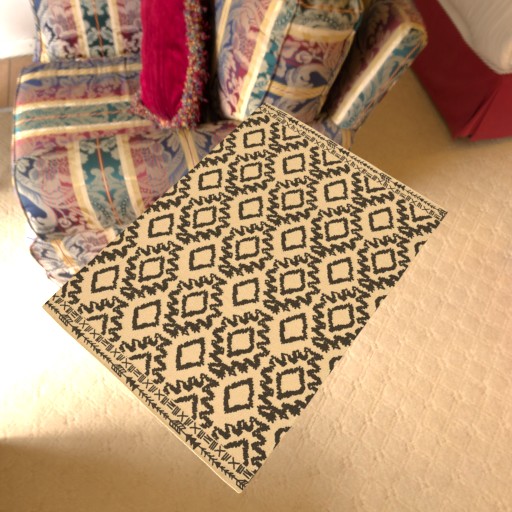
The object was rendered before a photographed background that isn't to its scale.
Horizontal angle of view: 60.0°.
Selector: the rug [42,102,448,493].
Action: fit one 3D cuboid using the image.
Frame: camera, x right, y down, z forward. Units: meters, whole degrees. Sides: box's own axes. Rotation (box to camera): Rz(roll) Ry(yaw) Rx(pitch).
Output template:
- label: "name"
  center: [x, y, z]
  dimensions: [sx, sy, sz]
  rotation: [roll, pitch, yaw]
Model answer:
- label: "rug"
  center: [0.000, 0.000, 4.349]
  dimensions: [2.444, 0.036, 3.369]
  rotation: [36, 69, 17]
